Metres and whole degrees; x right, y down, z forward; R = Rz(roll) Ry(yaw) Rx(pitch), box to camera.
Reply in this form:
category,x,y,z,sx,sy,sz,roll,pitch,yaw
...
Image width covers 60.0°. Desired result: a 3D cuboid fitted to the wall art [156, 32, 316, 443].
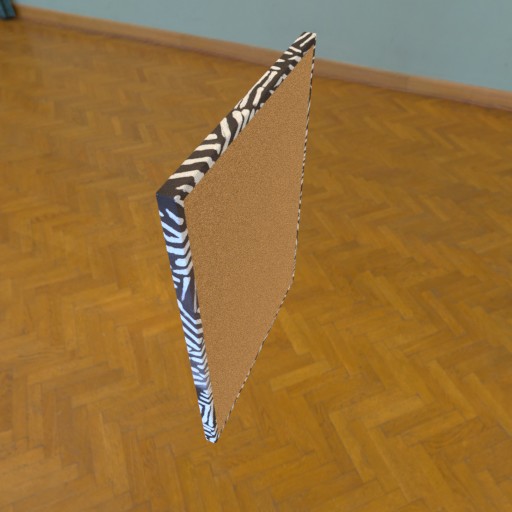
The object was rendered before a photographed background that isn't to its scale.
category,x,y,z,sx,sy,sz,roll,pitch,yaw
wall art,0.000,0.000,1.324,0.038,1.017,0.765,17,49,15
